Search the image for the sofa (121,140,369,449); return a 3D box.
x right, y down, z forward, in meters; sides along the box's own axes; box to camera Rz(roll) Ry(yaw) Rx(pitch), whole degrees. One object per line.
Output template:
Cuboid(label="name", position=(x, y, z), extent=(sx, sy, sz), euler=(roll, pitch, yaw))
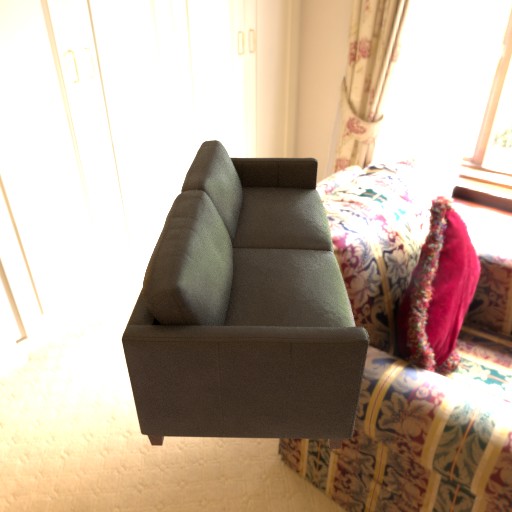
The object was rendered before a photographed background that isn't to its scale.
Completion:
Cuboid(label="sofa", position=(0.000, 0.000, 2.517), extent=(0.933, 0.863, 1.971), euler=(1, 31, 1))
